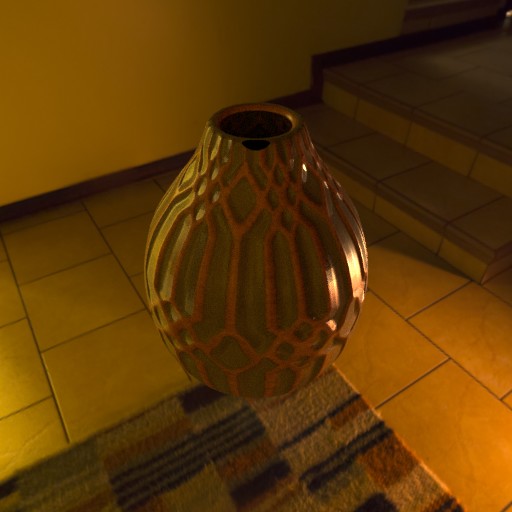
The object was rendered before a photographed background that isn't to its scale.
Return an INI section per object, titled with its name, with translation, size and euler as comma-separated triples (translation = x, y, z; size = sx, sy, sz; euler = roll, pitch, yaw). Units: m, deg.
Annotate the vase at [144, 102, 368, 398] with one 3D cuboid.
[vase]
translation = 0.000, 0.000, 0.137
size = 0.069, 0.088, 0.069
euler = 0, 41, 0
